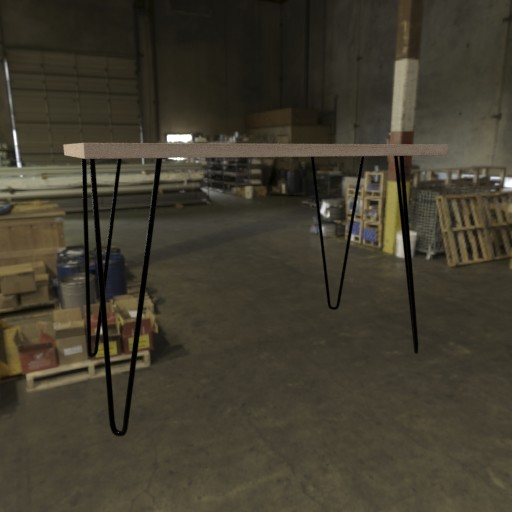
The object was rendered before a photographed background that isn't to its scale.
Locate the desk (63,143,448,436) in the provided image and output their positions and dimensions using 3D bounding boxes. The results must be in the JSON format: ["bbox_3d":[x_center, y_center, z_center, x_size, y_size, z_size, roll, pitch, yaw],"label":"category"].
[{"bbox_3d":[0.000,0.000,1.356,0.991,0.660,0.499,-7,15,-26],"label":"desk"}]
